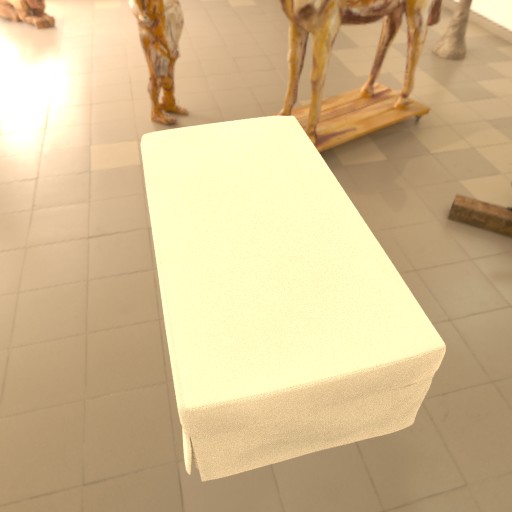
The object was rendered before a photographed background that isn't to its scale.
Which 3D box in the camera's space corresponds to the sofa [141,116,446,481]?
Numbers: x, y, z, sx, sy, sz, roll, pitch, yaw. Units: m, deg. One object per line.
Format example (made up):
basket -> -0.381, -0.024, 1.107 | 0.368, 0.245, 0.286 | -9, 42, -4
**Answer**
sofa -> 0.000, 0.000, 2.076 | 0.939, 0.552, 1.677 | -10, 46, -10
